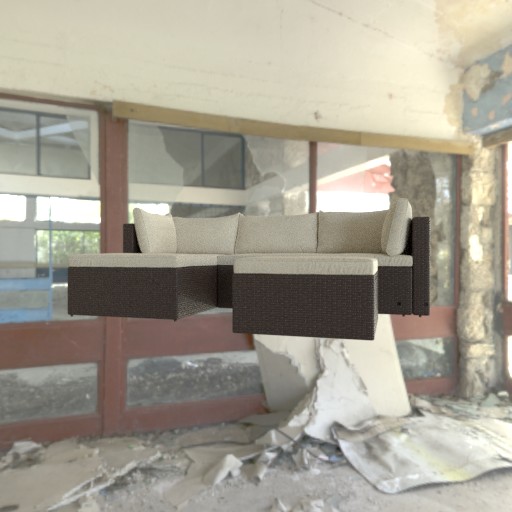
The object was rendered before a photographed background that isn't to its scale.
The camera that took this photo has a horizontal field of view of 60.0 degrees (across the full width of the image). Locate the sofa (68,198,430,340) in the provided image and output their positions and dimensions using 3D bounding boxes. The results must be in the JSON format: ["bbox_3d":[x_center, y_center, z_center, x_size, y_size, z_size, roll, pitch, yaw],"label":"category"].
[{"bbox_3d":[0.000,0.000,2.963,2.192,0.766,1.612,0,0,17],"label":"sofa"}]
